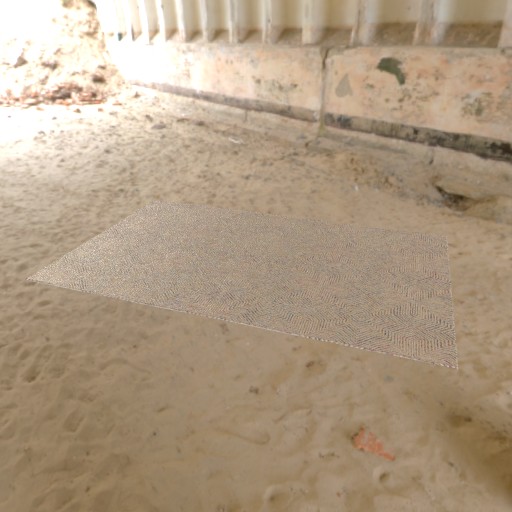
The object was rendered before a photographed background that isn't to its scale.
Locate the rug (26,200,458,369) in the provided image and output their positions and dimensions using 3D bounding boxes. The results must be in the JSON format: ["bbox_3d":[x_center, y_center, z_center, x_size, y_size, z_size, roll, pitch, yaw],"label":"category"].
[{"bbox_3d":[0.000,0.000,2.962,2.428,0.007,1.519,9,28,17],"label":"rug"}]
